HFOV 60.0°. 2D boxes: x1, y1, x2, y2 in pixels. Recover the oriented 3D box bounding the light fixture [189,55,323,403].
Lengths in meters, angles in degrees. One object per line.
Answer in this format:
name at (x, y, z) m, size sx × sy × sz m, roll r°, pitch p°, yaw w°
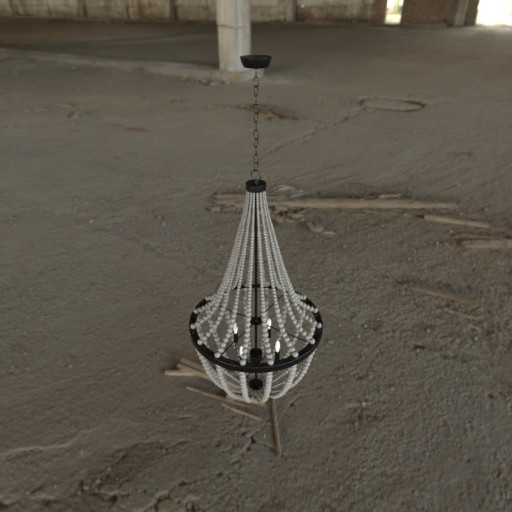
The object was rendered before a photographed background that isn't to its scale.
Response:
light fixture at (0.000, 0.000, 1.373) m, size 0.450 × 1.133 × 0.450 m, roll 0°, pitch 30°, yaw 0°
